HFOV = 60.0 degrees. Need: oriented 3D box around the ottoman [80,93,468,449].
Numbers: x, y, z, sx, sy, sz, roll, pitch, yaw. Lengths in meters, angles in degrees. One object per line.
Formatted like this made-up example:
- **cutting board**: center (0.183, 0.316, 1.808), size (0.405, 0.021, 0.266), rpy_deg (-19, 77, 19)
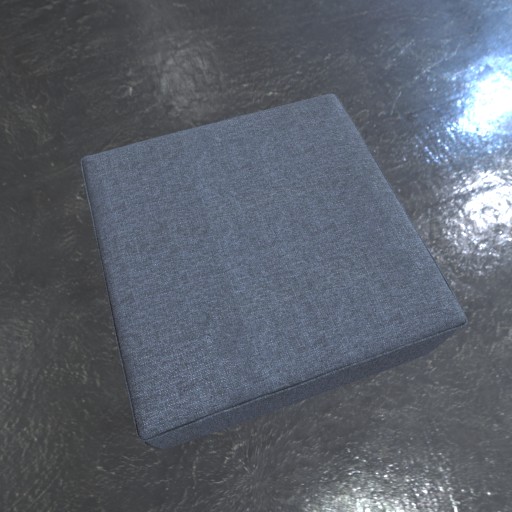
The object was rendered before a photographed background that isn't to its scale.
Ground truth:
- **ottoman**: center (0.000, 0.000, 1.596), size (1.017, 0.423, 1.023), rpy_deg (-17, 64, -8)
